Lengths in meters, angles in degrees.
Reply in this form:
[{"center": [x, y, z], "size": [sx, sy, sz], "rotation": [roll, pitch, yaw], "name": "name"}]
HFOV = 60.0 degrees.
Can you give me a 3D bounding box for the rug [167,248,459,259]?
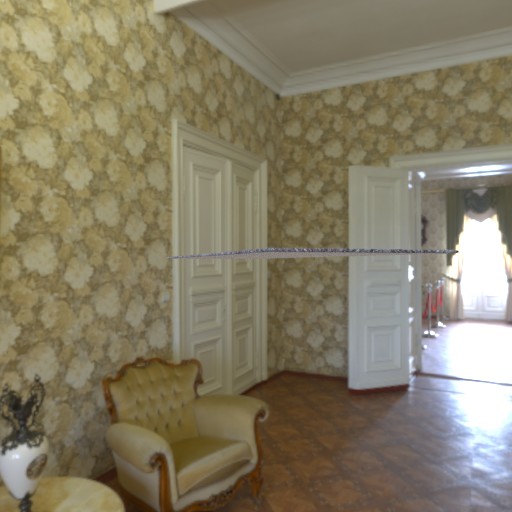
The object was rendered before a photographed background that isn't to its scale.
[{"center": [0.000, 0.000, 2.506], "size": [0.719, 0.013, 2.305], "rotation": [0, -1, -19], "name": "rug"}]
